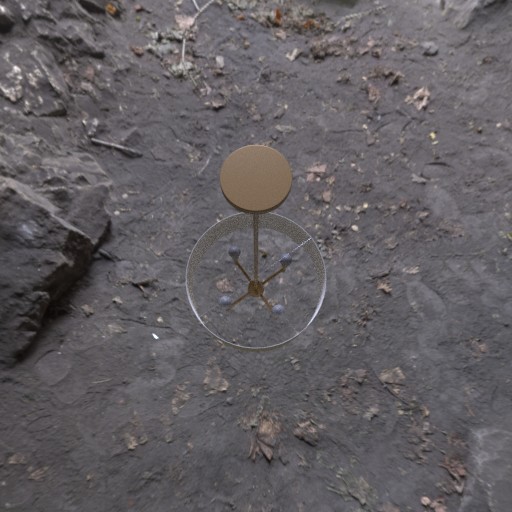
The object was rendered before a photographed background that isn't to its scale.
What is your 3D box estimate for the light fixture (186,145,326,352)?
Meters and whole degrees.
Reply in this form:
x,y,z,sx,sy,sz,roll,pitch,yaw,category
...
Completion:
x,y,z,sx,sy,sz,roll,pitch,yaw,category
0.000,0.000,1.338,0.508,1.067,0.508,0,74,0,light fixture
